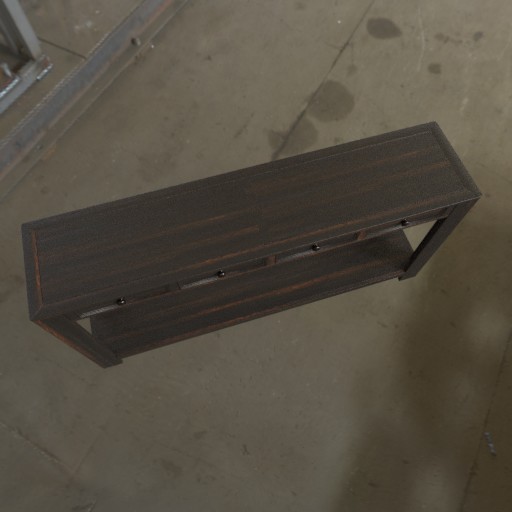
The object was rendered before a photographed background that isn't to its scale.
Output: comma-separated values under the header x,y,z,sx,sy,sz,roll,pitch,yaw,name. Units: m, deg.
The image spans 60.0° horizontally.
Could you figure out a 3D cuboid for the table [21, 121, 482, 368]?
x,y,z,sx,sy,sz,roll,pitch,yaw,name
0.000,0.000,1.942,1.631,0.762,0.384,-15,65,-7,table
